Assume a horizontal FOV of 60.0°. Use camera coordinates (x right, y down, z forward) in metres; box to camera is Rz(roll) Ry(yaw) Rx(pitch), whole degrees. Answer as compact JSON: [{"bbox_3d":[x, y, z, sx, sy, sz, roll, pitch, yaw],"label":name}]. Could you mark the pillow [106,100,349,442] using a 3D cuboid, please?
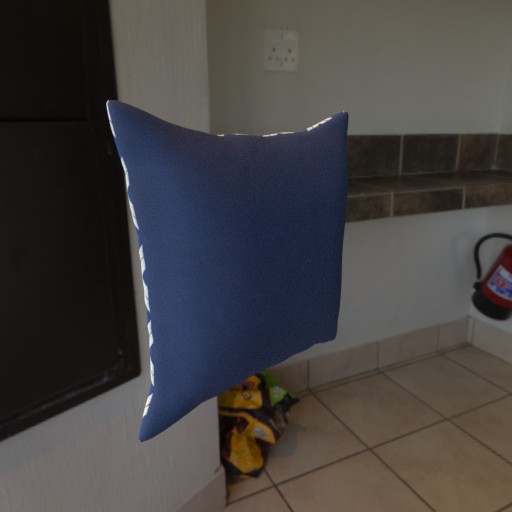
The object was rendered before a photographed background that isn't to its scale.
[{"bbox_3d":[0.000,0.000,0.773,0.504,0.494,0.188,-15,22,-42],"label":"pillow"}]
